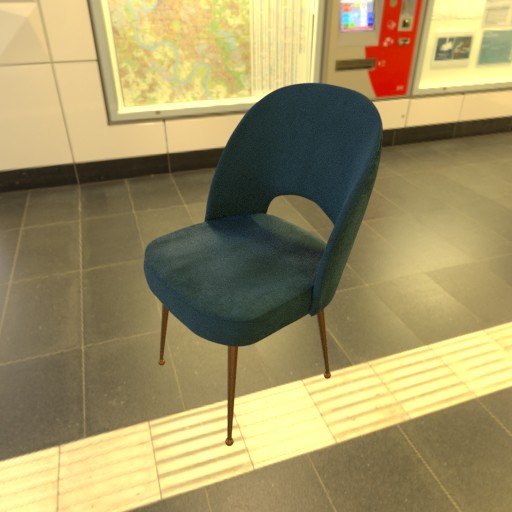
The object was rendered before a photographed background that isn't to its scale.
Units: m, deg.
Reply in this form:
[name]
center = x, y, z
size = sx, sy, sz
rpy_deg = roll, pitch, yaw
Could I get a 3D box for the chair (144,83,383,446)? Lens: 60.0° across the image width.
[chair]
center = 0.000, 0.000, 1.272
size = 0.577, 0.860, 0.527
rpy_deg = -23, 39, -32
